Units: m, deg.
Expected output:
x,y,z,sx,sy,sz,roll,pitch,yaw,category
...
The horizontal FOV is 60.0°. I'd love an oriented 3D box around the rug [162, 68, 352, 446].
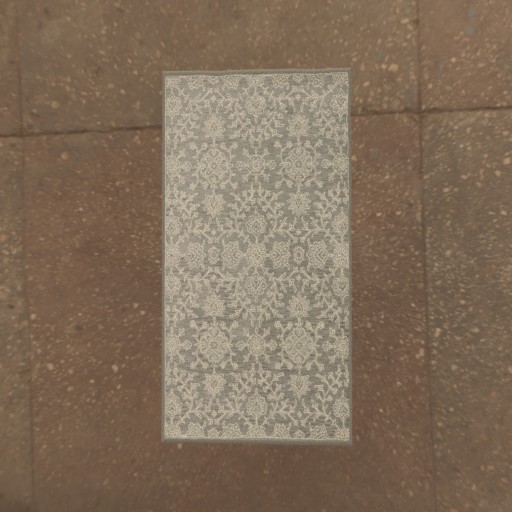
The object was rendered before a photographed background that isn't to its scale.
x,y,z,sx,sy,sz,roll,pitch,yaw,category
0.000,0.000,3.606,1.546,0.011,3.048,0,89,2,rug
